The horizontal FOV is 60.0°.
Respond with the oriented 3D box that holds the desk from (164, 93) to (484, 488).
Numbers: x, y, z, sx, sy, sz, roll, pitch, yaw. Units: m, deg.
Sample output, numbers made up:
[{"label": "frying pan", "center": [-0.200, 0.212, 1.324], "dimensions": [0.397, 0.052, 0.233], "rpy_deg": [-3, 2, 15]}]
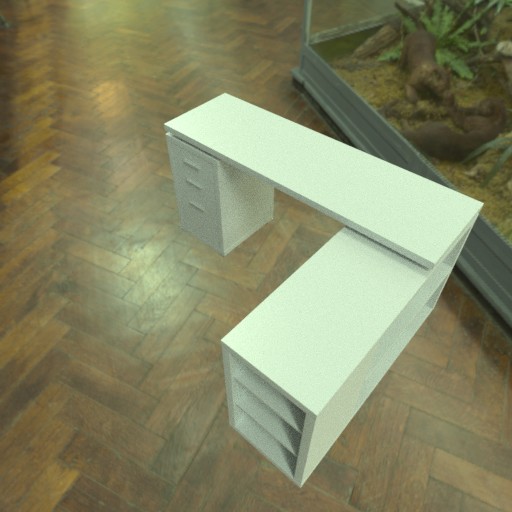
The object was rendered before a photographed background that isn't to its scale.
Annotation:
[{"label": "desk", "center": [0.000, 0.000, 2.188], "dimensions": [1.524, 0.753, 1.200], "rpy_deg": [32, 54, 27]}]
